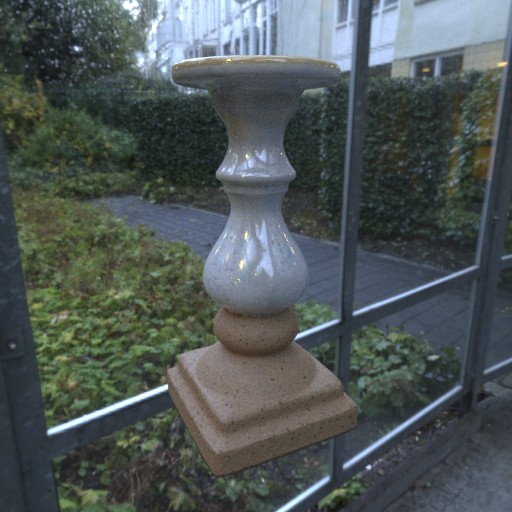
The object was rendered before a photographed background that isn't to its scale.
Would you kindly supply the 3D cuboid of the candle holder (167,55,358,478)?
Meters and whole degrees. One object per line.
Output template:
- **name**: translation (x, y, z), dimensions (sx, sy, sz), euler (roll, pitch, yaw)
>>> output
- **candle holder**: translation (0.000, 0.000, 0.302), dimensions (0.110, 0.239, 0.110), euler (-8, 18, -25)
